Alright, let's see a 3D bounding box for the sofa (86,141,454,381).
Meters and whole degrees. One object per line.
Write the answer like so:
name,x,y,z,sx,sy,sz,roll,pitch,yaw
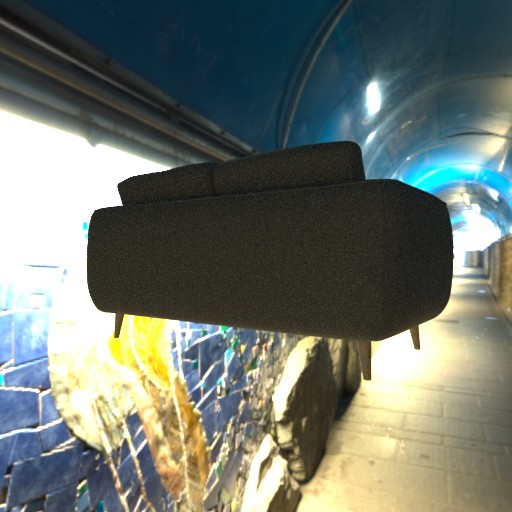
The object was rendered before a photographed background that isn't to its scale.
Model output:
sofa,0.000,0.000,2.211,1.700,0.870,0.920,0,0,35
